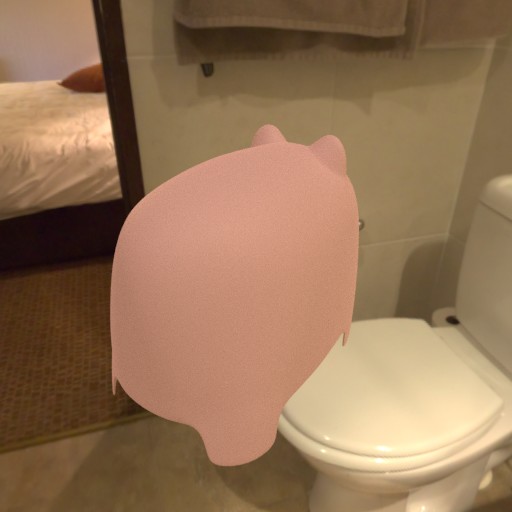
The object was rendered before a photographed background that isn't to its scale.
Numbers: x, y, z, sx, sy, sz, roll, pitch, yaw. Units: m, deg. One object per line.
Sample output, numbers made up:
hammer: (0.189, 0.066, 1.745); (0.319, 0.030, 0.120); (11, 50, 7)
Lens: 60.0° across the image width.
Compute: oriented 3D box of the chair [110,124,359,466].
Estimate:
chair: (0.000, 0.000, 0.853); (0.364, 0.423, 0.619); (20, 35, 30)
